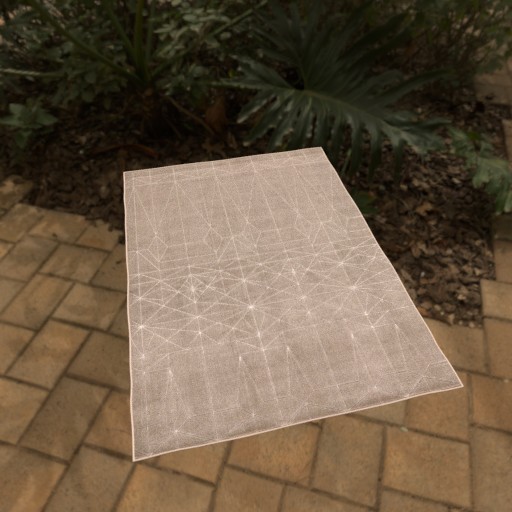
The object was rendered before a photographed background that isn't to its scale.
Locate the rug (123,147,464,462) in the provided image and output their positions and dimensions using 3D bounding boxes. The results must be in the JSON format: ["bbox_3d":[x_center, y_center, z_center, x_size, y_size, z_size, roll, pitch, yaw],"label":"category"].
[{"bbox_3d":[0.000,0.000,4.264,2.449,0.019,3.357,-9,47,-9],"label":"rug"}]
